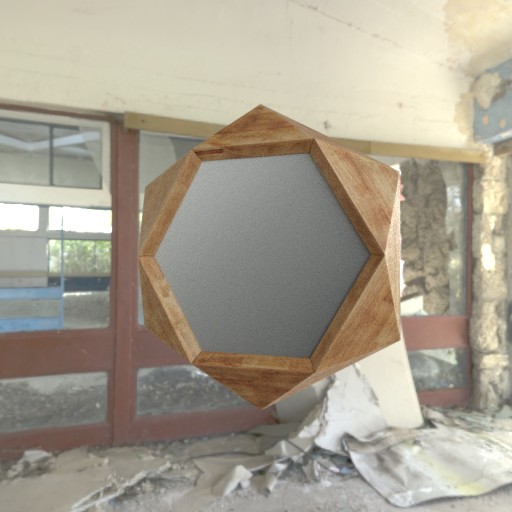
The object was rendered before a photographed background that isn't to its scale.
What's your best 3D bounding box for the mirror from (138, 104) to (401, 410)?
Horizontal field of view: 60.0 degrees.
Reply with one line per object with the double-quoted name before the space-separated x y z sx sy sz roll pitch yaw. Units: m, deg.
"mirror" 0.000 0.000 1.091 0.675 0.779 0.091 0 -1 18
